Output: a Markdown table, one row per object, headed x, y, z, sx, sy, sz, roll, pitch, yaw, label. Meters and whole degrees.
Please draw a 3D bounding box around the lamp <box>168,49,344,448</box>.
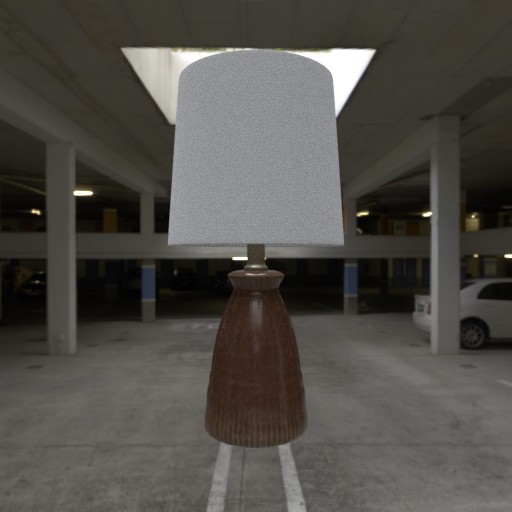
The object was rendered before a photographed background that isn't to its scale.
| x | y | z | sx | sy | sz | roll | pitch | yaw | label |
| --- | --- | --- | --- | --- | --- | --- | --- | --- | --- |
| 0.000 | 0.000 | 0.478 | 0.186 | 0.369 | 0.186 | 0 | 0 | 0 | lamp |
